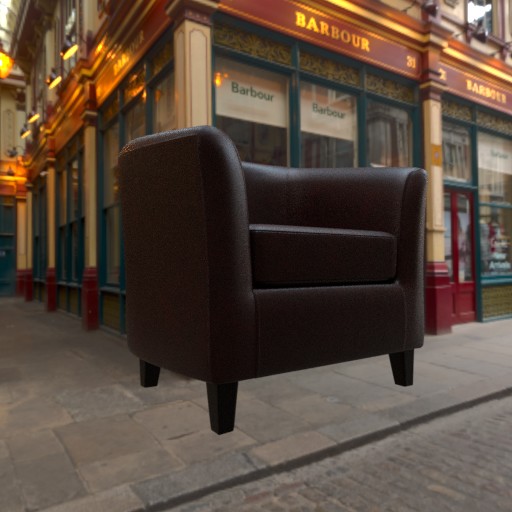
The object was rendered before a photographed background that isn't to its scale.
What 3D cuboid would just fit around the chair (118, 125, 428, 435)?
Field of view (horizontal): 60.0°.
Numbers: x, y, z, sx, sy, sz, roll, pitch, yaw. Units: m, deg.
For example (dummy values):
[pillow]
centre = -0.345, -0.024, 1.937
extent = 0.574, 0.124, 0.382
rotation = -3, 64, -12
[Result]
[chair]
centre = 0.000, 0.000, 1.381
extent = 0.792, 0.756, 0.727
rotation = 1, -1, -35
